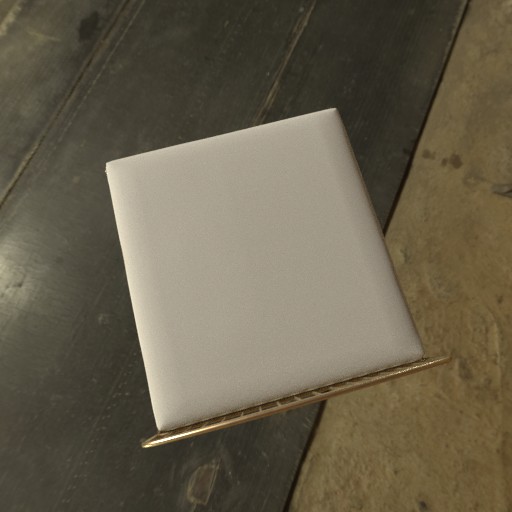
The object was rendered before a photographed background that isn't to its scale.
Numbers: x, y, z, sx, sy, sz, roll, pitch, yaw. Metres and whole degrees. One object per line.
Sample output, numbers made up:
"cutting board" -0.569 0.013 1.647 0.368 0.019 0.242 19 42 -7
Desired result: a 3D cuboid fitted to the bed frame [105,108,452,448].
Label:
"bed frame" 0.000 0.000 3.350 2.016 1.174 2.152 -15 75 -4
